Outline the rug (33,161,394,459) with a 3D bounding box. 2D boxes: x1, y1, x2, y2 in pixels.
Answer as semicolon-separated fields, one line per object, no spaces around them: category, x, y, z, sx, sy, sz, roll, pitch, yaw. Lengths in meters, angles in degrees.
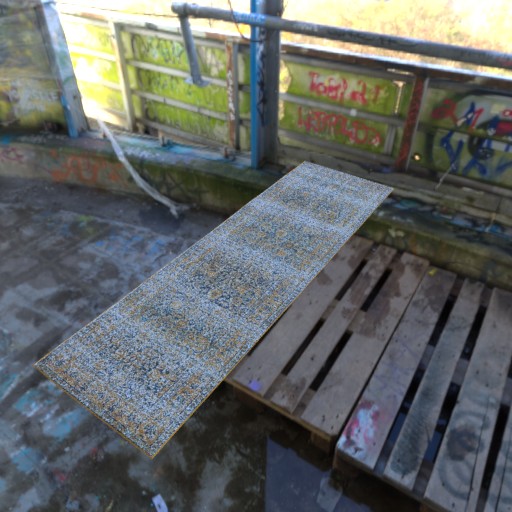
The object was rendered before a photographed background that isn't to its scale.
rug;0.000;0.000;2.449;0.704;0.014;2.294;24;45;26
